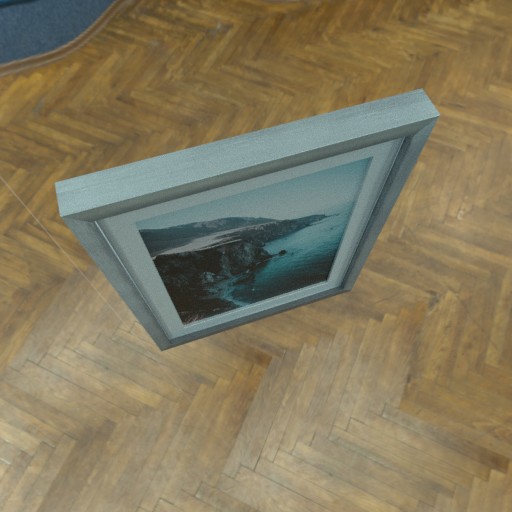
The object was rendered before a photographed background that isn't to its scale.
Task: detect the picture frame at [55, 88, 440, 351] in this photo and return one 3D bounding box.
[{"bbox_3d":[0.000,0.000,0.755,0.449,0.555,0.046,-17,65,-8],"label":"picture frame"}]
